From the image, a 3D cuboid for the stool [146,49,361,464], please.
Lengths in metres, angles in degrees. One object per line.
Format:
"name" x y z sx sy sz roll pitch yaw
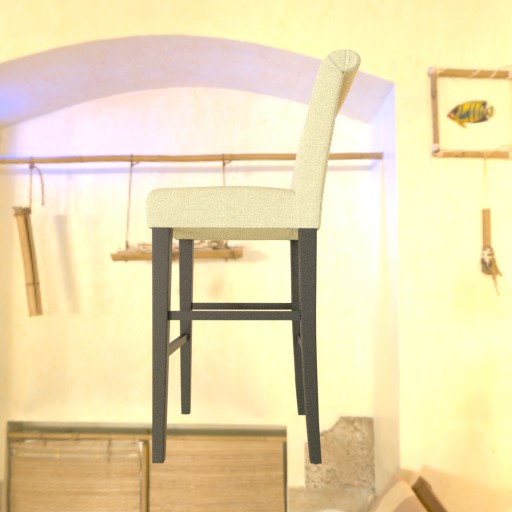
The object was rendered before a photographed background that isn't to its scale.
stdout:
"stool" 0.000 0.000 1.420 0.597 1.124 0.452 0 -3 1
